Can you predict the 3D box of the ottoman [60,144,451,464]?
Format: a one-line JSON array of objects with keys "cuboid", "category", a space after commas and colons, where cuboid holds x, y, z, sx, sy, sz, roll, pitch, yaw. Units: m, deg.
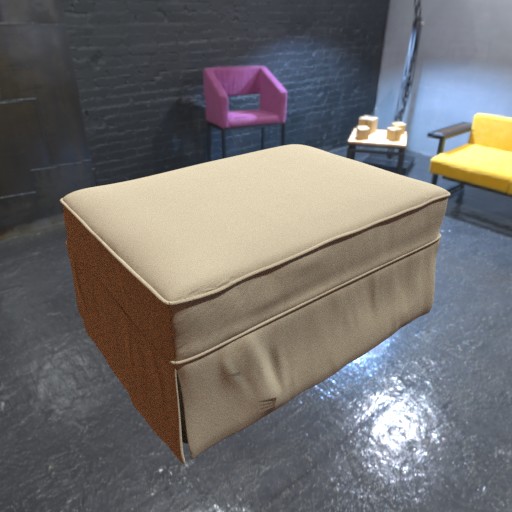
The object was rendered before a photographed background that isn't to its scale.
[{"cuboid": [0.000, 0.000, 1.324, 0.959, 0.482, 0.721, -21, 35, -32], "category": "ottoman"}]
